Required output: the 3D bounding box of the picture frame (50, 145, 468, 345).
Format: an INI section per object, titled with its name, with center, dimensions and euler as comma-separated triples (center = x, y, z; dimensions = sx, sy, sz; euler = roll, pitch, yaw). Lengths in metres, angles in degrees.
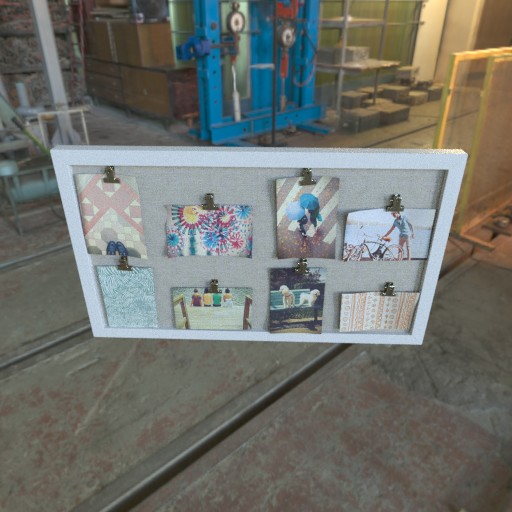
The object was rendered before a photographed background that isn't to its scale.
[picture frame]
center = 0.000, 0.000, 0.784
dimensions = 0.647, 0.379, 0.044
euler = 1, 30, 2
